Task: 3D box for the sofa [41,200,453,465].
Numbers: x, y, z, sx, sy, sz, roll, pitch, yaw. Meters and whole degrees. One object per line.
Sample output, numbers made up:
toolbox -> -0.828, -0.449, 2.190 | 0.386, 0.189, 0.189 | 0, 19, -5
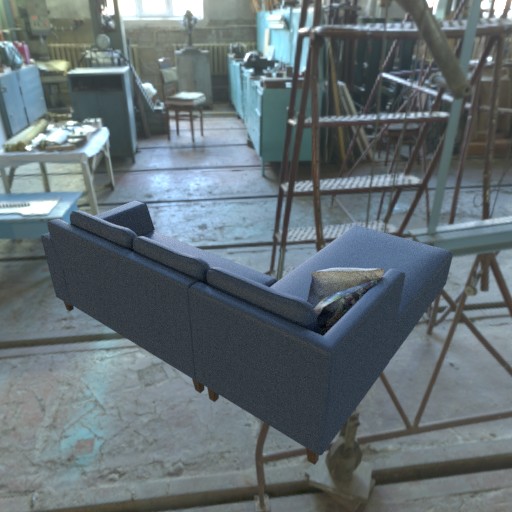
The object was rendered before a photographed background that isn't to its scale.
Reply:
sofa -> 0.000, 0.000, 3.037 | 2.120, 0.787, 1.829 | 20, 34, 32
